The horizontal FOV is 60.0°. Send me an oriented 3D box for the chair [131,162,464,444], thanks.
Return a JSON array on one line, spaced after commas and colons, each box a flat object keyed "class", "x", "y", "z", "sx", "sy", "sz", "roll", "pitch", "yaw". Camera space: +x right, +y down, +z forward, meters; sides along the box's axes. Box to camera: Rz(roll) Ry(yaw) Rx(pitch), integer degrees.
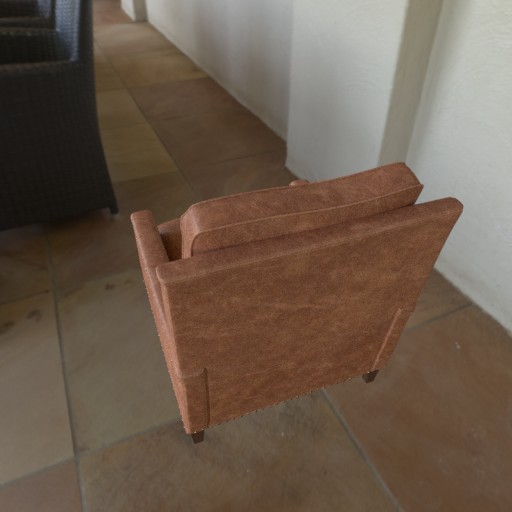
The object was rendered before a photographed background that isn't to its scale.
[{"class": "chair", "x": 0.000, "y": 0.000, "z": 1.754, "sx": 0.854, "sy": 1.054, "sz": 1.035, "roll": -14, "pitch": 41, "yaw": -16}]
